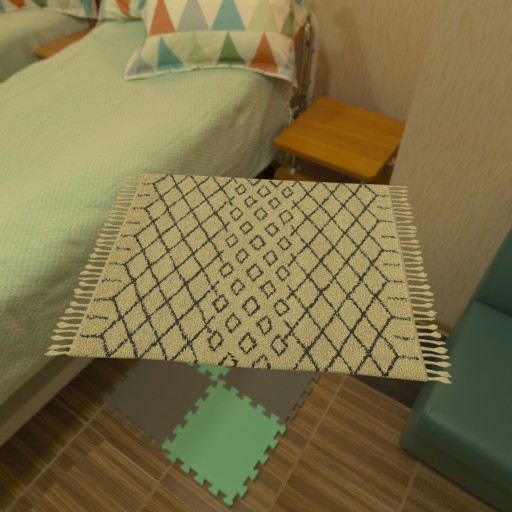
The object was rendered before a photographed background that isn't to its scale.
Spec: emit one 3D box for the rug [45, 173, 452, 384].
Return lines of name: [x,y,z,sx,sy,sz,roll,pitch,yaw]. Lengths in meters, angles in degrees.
rug: [0.000,0.000,4.234,3.213,0.030,2.388,3,47,3]
